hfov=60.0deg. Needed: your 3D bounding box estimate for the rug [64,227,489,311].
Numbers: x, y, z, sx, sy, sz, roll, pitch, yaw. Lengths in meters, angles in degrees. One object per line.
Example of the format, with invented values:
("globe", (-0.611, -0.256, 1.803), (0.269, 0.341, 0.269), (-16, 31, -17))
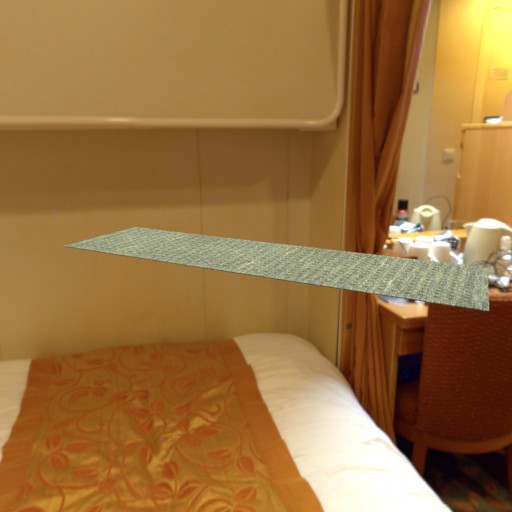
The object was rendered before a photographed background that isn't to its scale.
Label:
("rug", (0.000, 0.000, 2.606), (2.443, 0.008, 0.688), (7, 17, 26))
